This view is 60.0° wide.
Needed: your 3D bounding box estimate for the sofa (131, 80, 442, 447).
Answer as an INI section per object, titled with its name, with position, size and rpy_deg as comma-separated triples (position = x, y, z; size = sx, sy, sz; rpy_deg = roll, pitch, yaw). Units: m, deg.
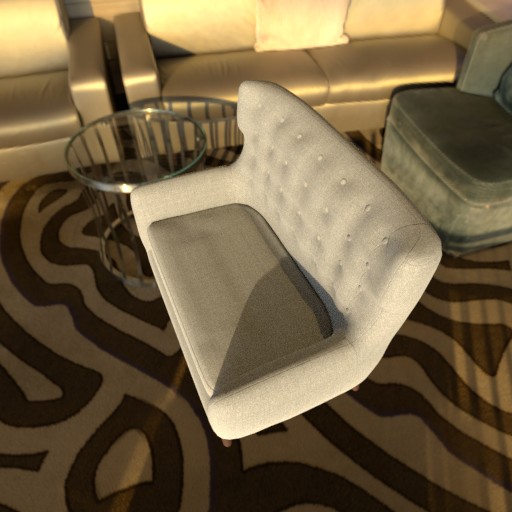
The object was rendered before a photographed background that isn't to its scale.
[sofa]
position = 0.000, 0.000, 2.032
size = 0.884, 1.028, 1.386
rpy_deg = -17, 48, -16
